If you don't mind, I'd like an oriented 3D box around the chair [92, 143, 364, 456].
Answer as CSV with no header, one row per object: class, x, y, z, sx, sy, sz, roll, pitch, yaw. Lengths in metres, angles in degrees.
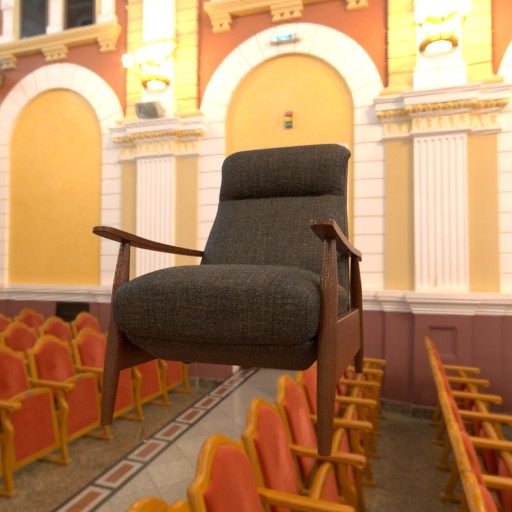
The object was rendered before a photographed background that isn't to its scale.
chair,0.000,0.000,1.753,0.762,1.082,1.014,0,-1,19
